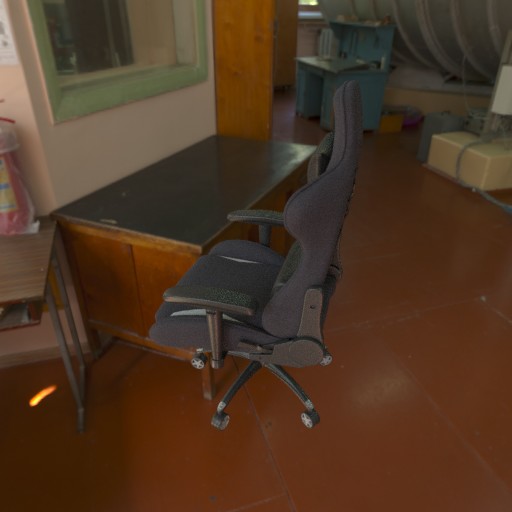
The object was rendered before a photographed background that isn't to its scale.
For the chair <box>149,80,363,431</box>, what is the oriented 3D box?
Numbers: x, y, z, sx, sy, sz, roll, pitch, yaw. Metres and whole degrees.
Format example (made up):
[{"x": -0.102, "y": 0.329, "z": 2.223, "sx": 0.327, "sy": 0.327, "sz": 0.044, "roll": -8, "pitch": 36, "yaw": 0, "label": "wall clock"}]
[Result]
[{"x": 0.000, "y": 0.000, "z": 1.721, "sx": 0.695, "sy": 1.300, "sz": 0.730, "roll": 8, "pitch": 31, "yaw": 14, "label": "chair"}]
